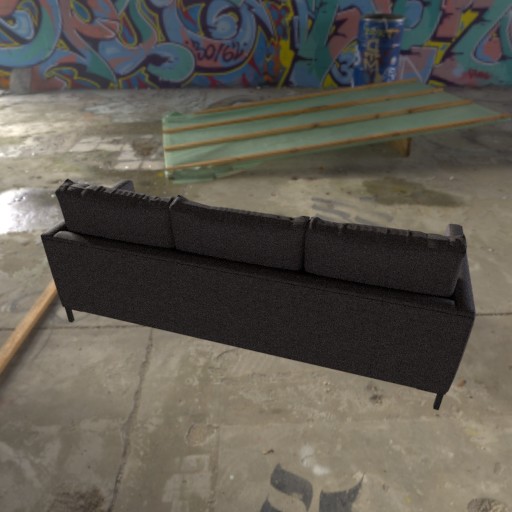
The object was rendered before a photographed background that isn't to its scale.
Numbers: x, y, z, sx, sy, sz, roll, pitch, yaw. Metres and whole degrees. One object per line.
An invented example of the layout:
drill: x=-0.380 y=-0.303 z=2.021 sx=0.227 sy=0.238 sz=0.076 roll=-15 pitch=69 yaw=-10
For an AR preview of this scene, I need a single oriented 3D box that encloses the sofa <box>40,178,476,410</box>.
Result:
sofa: x=0.000 y=0.000 z=2.589 sx=2.253 sy=0.882 sz=0.876 roll=10 pitch=34 yaw=15
